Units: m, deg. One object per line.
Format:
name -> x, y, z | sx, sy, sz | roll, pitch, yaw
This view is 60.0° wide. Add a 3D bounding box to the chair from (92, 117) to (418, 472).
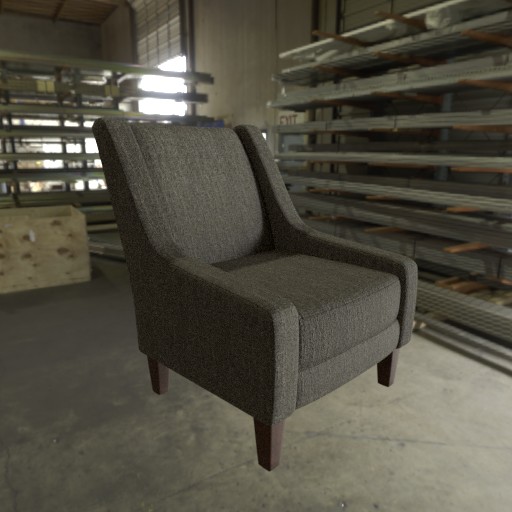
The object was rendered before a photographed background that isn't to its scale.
chair -> 0.000, 0.000, 1.674 | 0.793, 1.012, 0.944 | -13, 18, -43
